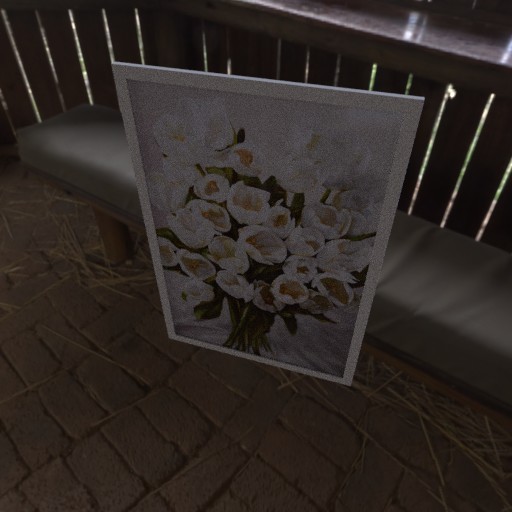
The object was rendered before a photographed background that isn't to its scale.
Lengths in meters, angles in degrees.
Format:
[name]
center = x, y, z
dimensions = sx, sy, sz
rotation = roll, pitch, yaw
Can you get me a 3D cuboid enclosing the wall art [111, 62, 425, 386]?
[wall art]
center = 0.000, 0.000, 1.224
dimensions = 0.660, 0.965, 0.015
rotation = 12, 43, 13
